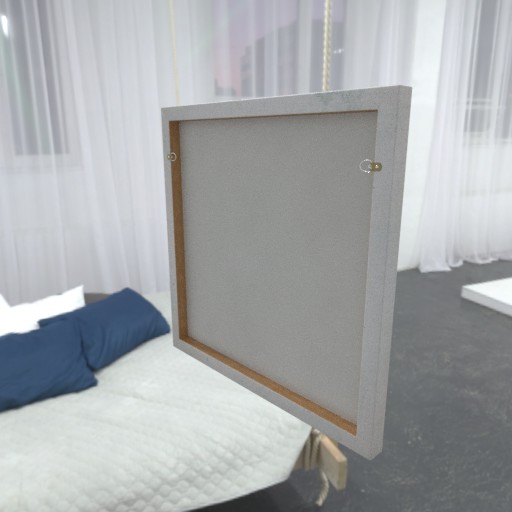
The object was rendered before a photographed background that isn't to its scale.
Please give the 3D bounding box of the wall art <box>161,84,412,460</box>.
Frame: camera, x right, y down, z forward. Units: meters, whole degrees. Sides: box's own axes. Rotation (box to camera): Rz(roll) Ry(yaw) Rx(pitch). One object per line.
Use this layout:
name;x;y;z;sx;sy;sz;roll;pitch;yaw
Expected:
wall art;0.000;0.000;0.915;0.040;0.612;0.612;-14;20;-42
